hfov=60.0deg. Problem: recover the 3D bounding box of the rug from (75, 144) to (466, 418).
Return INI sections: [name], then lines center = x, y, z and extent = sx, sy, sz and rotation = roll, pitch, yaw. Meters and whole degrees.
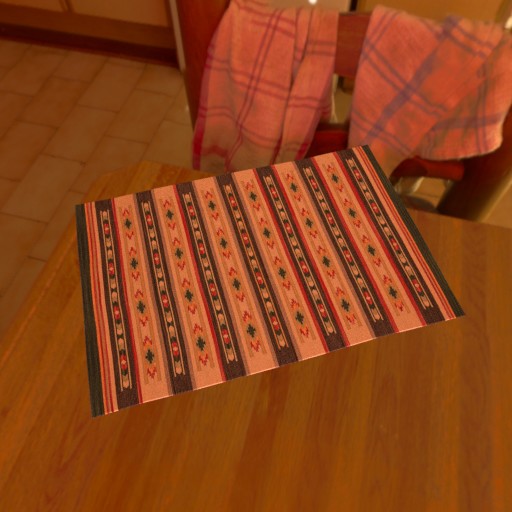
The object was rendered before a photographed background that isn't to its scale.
[rug]
center = 0.000, 0.000, 2.365
extent = 1.825, 0.009, 1.221
rotation = -13, 59, -8
